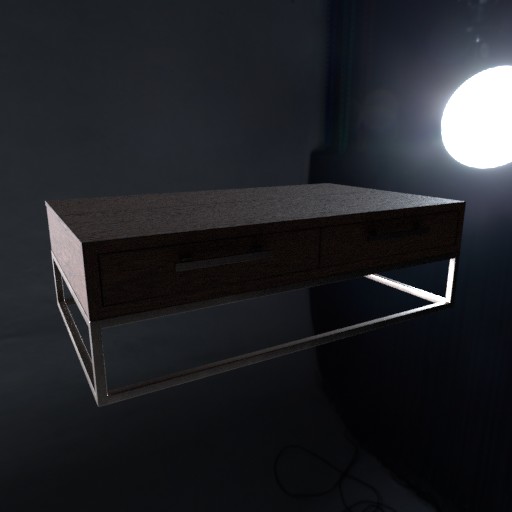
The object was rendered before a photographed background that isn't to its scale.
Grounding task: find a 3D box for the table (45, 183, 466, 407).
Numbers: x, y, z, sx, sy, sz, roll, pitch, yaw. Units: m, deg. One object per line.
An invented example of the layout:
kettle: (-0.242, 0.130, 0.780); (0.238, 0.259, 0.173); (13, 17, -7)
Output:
table: (0.000, 0.000, 1.465); (1.167, 0.361, 0.719); (-8, 17, -29)
